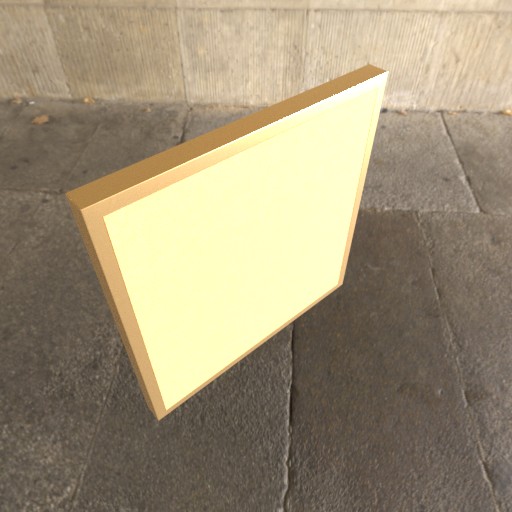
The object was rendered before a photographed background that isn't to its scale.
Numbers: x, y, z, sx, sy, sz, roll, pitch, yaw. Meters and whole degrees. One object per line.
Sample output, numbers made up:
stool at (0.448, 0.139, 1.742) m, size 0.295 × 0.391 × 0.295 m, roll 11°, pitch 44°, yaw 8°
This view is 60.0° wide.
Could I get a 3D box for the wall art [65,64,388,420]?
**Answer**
wall art at (0.000, 0.000, 0.458) m, size 0.305 × 0.305 × 0.023 m, roll -32°, pitch 54°, yaw -27°
